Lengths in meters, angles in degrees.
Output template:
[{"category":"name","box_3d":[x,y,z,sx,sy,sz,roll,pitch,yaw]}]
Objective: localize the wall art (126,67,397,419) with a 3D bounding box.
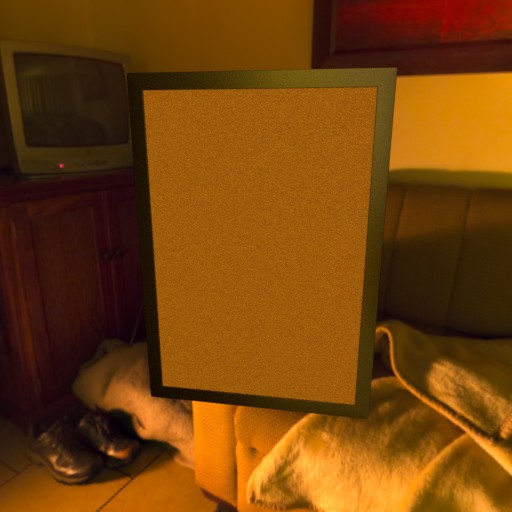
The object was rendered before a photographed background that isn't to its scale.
[{"category":"wall art","box_3d":[0.000,0.000,0.557,0.304,0.432,0.013,3,16,9]}]
